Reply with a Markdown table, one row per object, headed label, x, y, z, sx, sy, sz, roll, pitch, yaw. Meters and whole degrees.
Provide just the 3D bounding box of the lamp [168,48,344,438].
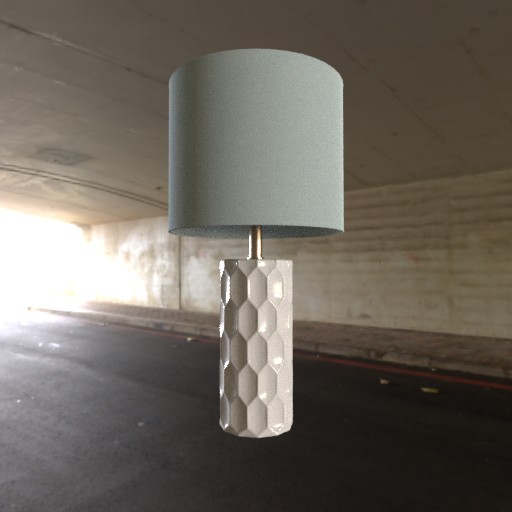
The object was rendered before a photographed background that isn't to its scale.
| label | x | y | z | sx | sy | sz | roll | pitch | yaw |
| --- | --- | --- | --- | --- | --- | --- | --- | --- | --- |
| lamp | 0.000 | 0.000 | 0.709 | 0.277 | 0.534 | 0.277 | 1 | -2 | -18 |
